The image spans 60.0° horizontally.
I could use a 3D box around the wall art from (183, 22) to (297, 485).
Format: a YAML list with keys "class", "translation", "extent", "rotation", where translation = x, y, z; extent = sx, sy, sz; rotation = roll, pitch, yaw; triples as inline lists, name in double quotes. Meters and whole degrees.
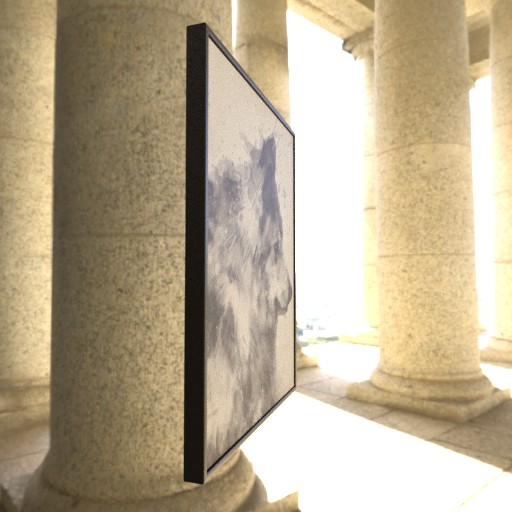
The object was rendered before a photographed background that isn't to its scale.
- class: "wall art"
  translation: [0.000, 0.000, 0.744]
  extent: [0.028, 0.551, 0.451]
  rotation: [-1, -2, 19]
